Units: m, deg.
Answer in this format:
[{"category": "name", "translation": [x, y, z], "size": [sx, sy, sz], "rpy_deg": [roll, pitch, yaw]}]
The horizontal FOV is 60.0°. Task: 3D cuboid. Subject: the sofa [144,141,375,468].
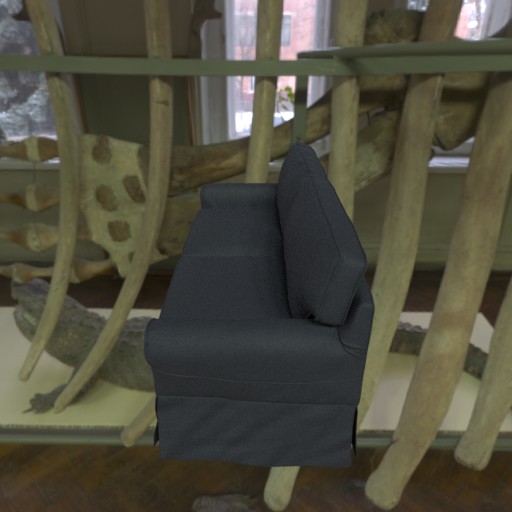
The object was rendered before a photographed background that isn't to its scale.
[{"category": "sofa", "translation": [0.000, 0.000, 2.828], "size": [0.983, 1.094, 2.256], "rpy_deg": [0, 26, 0]}]
